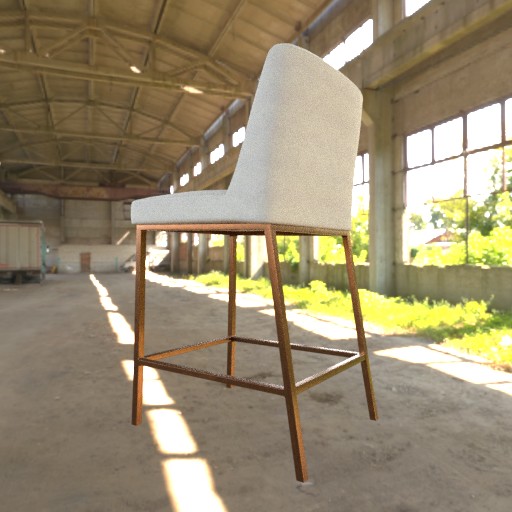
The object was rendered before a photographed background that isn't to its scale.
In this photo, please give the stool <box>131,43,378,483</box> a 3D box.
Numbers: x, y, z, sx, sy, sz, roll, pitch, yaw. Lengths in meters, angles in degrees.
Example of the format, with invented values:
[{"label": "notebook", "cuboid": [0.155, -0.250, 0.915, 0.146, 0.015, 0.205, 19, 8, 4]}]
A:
[{"label": "stool", "cuboid": [0.000, 0.000, 1.303, 0.576, 0.973, 0.507, 0, 0, 35]}]
